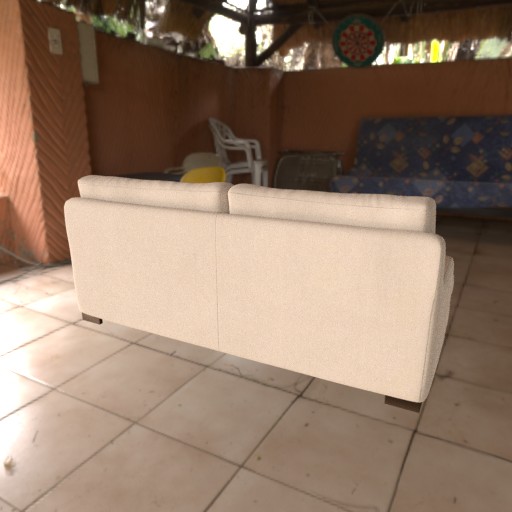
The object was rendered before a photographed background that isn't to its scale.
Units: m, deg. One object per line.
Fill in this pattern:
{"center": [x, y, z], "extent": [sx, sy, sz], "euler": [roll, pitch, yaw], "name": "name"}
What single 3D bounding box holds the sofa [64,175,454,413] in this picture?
{"center": [0.000, 0.000, 2.634], "extent": [2.147, 0.925, 0.929], "euler": [8, 18, 27], "name": "sofa"}
